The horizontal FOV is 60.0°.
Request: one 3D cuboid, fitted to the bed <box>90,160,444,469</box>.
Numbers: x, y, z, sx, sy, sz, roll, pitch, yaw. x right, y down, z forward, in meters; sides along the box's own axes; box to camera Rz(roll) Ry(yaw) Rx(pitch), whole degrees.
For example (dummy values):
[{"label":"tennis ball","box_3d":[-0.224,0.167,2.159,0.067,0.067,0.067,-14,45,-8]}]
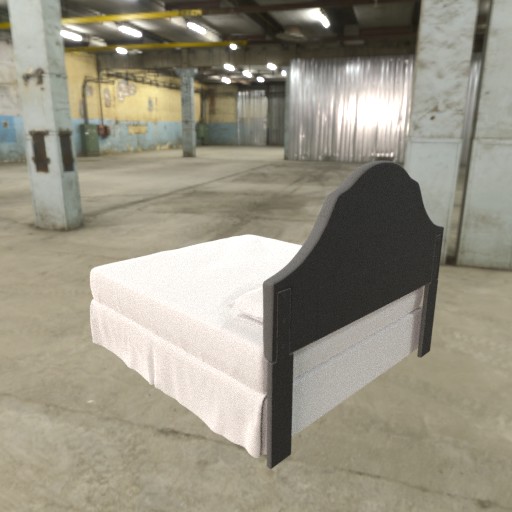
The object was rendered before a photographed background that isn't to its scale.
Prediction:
[{"label":"bed","box_3d":[0.000,0.000,3.628,2.008,1.615,2.214,-15,21,-43]}]
